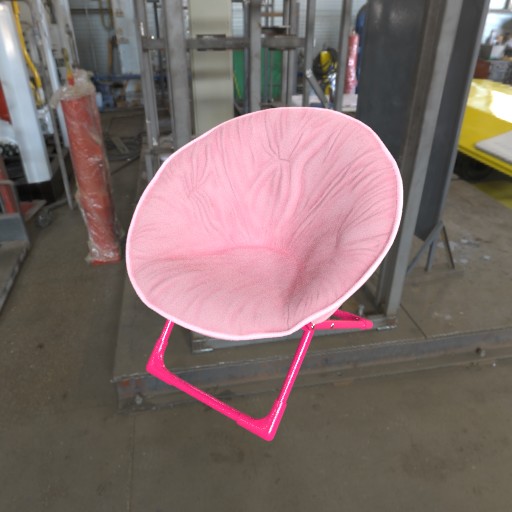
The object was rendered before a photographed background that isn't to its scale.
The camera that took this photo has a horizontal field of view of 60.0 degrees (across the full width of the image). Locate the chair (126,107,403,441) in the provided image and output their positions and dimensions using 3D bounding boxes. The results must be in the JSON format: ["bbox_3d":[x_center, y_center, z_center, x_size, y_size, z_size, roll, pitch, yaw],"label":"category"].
[{"bbox_3d":[0.000,0.000,0.879,0.522,0.494,0.459,19,35,29],"label":"chair"}]
